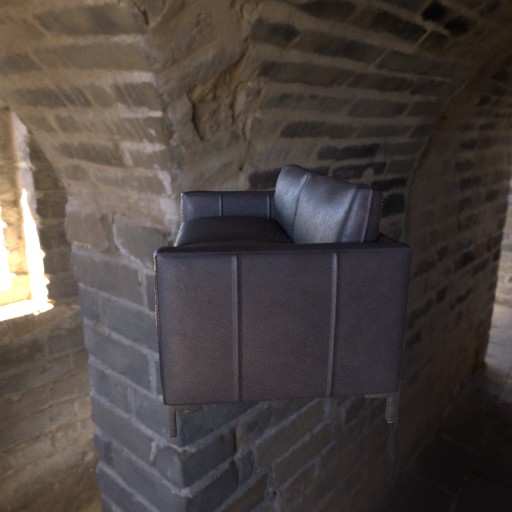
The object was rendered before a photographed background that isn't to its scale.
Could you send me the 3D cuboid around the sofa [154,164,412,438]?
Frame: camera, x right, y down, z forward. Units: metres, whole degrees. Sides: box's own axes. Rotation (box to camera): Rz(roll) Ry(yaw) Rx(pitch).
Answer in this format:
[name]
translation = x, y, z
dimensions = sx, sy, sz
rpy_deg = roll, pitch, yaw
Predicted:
[sofa]
translation = 0.000, 0.000, 2.335
dimensions = 0.947, 0.883, 1.805
rpy_deg = -2, 15, -8
